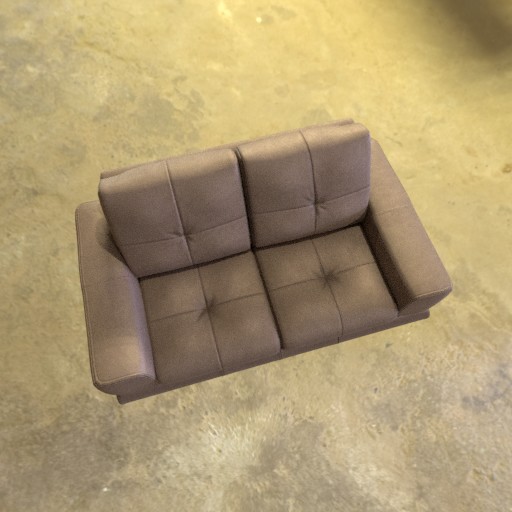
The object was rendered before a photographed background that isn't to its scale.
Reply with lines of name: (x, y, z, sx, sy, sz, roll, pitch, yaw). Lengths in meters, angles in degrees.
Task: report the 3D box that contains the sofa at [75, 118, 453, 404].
sofa: (0.000, 0.000, 2.357, 1.806, 0.907, 1.018, -14, 65, -7)
